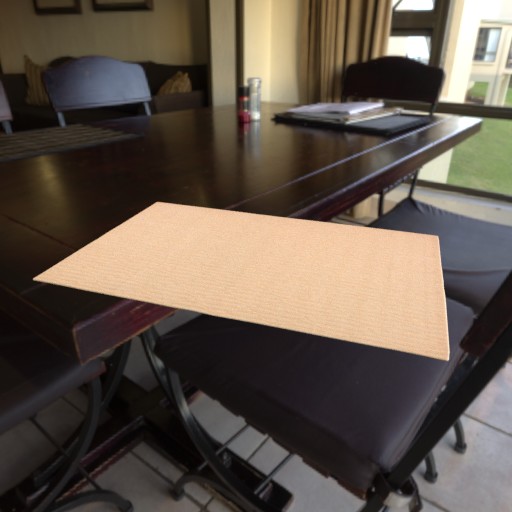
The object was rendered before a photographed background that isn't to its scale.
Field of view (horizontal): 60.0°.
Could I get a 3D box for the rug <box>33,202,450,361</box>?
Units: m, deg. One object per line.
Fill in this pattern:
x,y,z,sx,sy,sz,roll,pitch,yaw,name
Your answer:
0.000,0.000,3.074,2.441,0.014,1.531,8,28,17,rug
